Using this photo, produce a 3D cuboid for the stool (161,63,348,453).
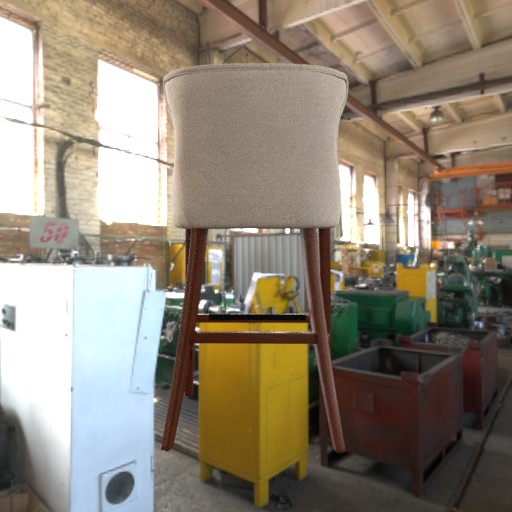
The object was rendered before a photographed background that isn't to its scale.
[{"bbox_3d":[0.000,0.000,1.388,0.556,1.034,0.563,0,0,1],"label":"stool"}]
